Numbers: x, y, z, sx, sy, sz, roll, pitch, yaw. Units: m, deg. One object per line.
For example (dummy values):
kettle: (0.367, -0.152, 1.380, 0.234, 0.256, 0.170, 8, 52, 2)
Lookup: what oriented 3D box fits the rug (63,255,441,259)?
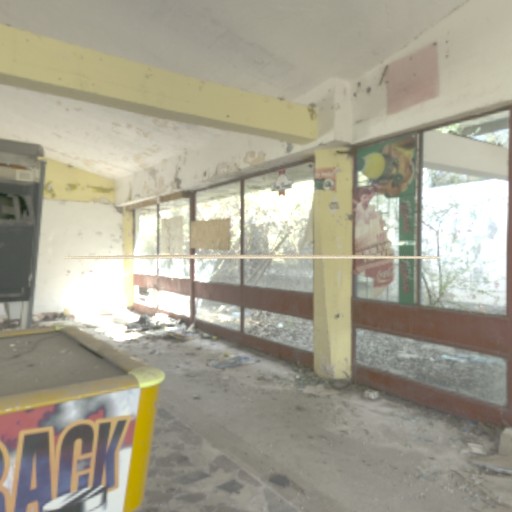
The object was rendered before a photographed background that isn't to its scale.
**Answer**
rug: (0.000, 0.000, 2.343, 1.220, 0.007, 1.828, 0, 0, 1)
